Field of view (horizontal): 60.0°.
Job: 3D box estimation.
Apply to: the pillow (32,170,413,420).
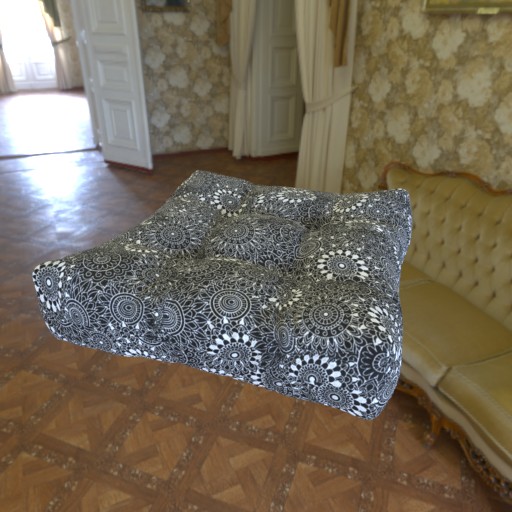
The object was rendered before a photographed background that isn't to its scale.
[{"bbox_3d":[0.000,0.000,0.713,0.468,0.128,0.490,9,29,17],"label":"pillow"}]
